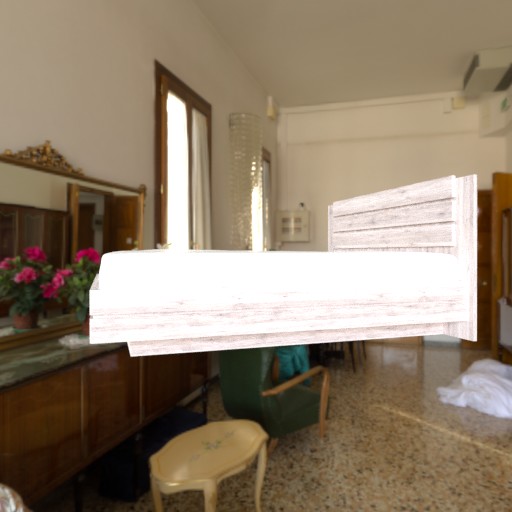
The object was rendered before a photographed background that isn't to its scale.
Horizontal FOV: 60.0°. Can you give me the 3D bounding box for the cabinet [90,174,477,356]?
[{"bbox_3d":[0.000,0.000,3.033,2.080,0.970,1.750,0,0,-19],"label":"cabinet"}]
